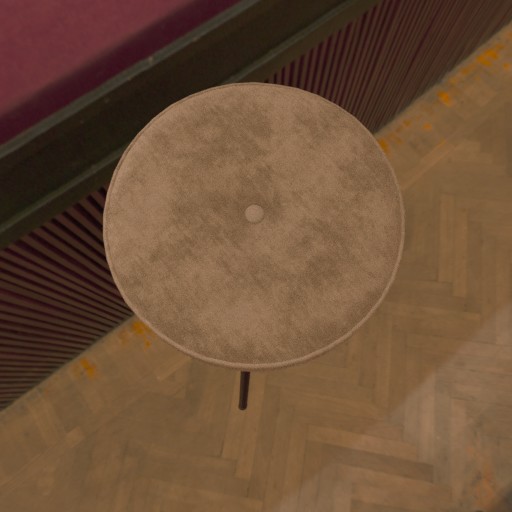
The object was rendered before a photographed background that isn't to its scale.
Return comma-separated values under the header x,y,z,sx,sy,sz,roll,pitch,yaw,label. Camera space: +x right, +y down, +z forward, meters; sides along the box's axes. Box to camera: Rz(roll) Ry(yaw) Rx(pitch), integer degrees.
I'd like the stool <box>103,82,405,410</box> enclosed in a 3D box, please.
x,y,z,sx,sy,sz,roll,pitch,yaw,label
0.000,0.000,0.843,0.423,0.538,0.457,-35,78,-8,stool
